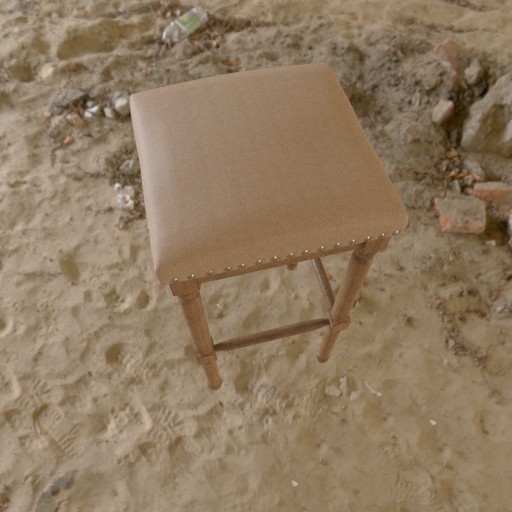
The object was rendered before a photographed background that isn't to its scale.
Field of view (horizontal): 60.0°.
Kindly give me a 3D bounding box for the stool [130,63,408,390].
[{"bbox_3d":[0.000,0.000,1.013,0.383,0.768,0.382,-12,60,-7],"label":"stool"}]
